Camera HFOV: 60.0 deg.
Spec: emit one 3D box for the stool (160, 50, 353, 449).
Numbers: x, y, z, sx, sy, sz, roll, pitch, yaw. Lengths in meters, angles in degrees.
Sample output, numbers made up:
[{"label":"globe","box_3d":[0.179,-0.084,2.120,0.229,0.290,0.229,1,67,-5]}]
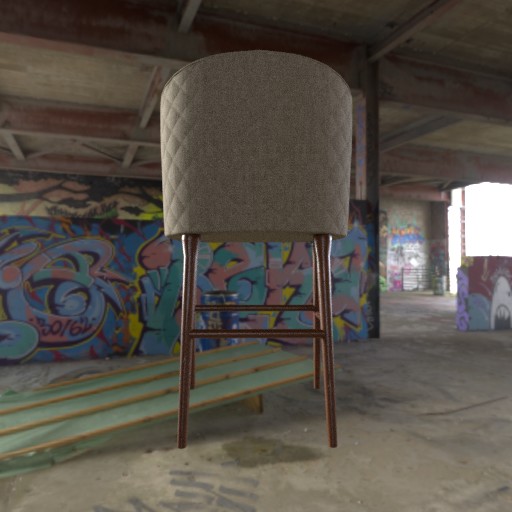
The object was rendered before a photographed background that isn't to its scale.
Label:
[{"label":"stool","box_3d":[0.000,0.000,1.340,0.559,0.952,0.635,0,-1,-1]}]
